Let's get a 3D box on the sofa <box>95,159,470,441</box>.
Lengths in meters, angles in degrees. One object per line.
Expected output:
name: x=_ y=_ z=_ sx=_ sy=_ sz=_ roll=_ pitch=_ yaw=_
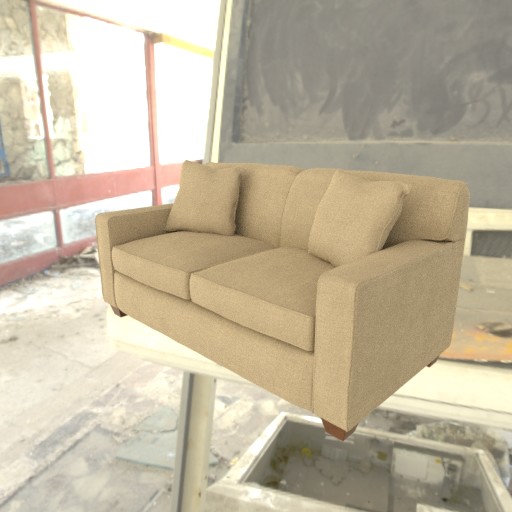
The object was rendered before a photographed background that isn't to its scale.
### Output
sofa: x=0.000 y=0.000 z=2.420 sx=1.846 sy=0.958 sz=0.998 roll=15 pitch=22 yaw=42
